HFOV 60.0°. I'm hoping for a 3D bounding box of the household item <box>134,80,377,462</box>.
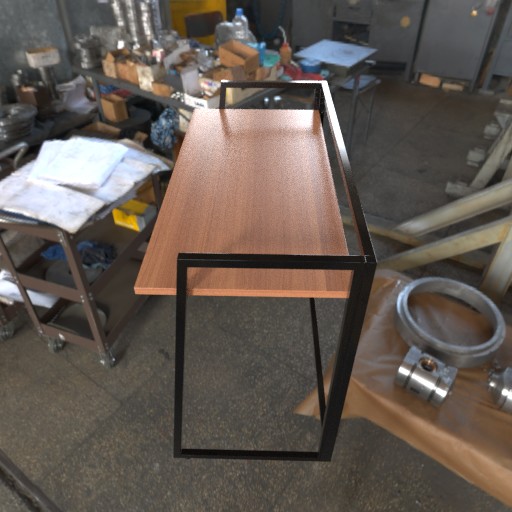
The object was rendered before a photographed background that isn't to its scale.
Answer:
[{"bbox_3d":[0.000,0.000,1.559,0.510,0.860,1.050,1,40,1],"label":"household item"}]
